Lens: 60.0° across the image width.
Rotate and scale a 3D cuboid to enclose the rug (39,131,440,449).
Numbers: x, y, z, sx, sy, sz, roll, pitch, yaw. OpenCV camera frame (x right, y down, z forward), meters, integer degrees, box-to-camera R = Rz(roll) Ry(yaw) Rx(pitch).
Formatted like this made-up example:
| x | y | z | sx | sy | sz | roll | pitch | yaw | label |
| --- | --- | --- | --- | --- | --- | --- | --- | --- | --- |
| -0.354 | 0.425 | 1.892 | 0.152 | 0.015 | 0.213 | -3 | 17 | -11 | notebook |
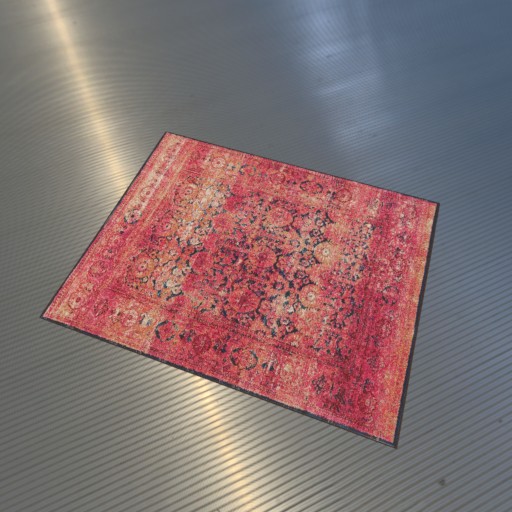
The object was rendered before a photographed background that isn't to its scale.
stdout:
| x | y | z | sx | sy | sz | roll | pitch | yaw | label |
| --- | --- | --- | --- | --- | --- | --- | --- | --- | --- |
| 0.000 | 0.000 | 4.075 | 3.032 | 0.020 | 2.411 | 17 | 59 | 10 | rug |
